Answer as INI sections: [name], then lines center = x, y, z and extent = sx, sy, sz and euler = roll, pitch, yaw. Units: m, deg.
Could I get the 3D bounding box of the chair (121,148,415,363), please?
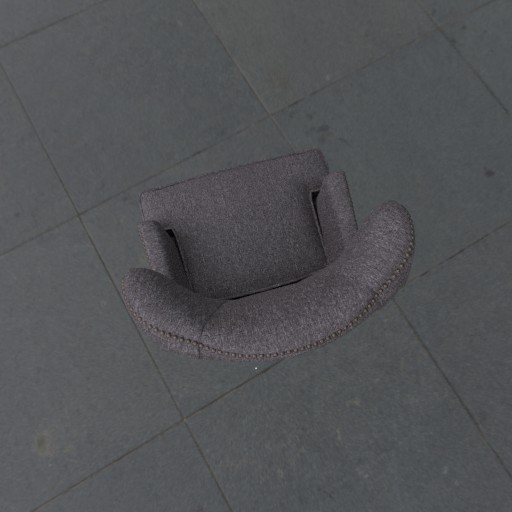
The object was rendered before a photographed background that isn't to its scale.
[chair]
center = 0.000, 0.000, 1.604
extent = 0.759, 1.060, 0.758
euler = -15, 76, -4
